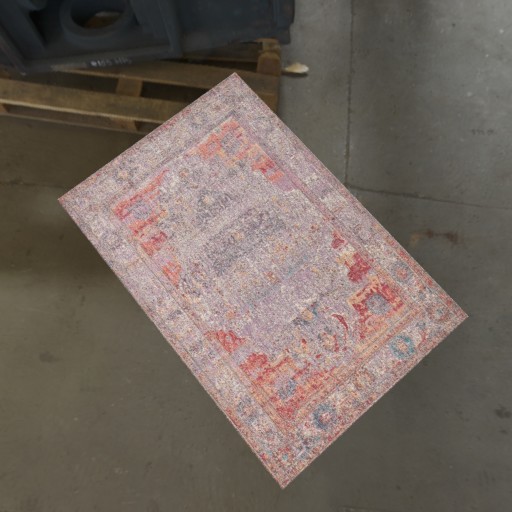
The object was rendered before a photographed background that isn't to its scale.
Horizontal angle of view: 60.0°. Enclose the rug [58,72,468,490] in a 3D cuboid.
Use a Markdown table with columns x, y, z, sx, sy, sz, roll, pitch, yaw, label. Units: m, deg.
| x | y | z | sx | sy | sz | roll | pitch | yaw | label |
| --- | --- | --- | --- | --- | --- | --- | --- | --- | --- |
| 0.000 | 0.000 | 2.277 | 1.219 | 0.005 | 1.829 | -39 | 79 | -9 | rug |
